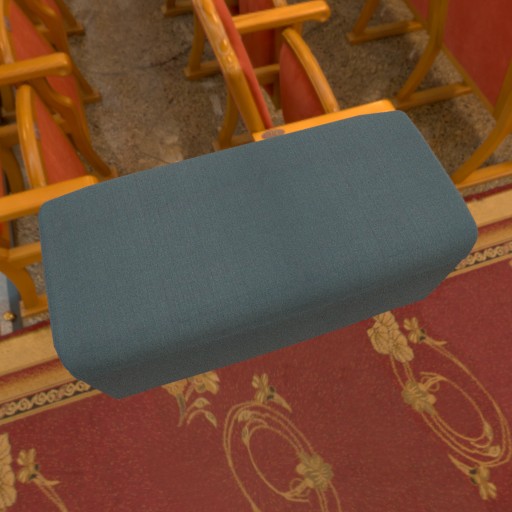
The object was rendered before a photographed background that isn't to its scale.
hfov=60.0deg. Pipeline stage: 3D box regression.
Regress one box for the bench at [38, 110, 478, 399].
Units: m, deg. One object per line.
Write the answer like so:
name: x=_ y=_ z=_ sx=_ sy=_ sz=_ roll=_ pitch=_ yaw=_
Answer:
bench: x=0.000 y=0.000 z=1.238 sx=0.995 sy=0.474 sz=0.476 roll=-16 pitch=65 yaw=-8
